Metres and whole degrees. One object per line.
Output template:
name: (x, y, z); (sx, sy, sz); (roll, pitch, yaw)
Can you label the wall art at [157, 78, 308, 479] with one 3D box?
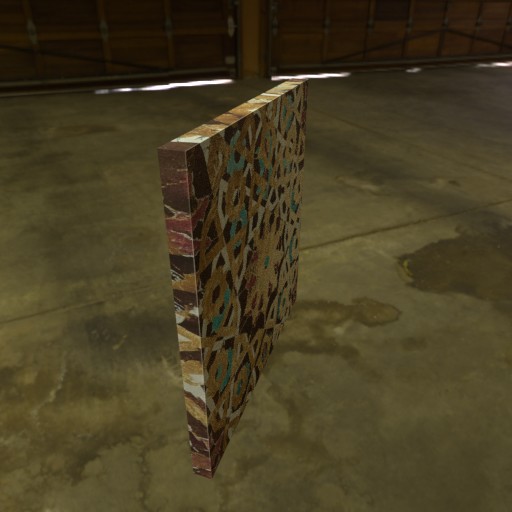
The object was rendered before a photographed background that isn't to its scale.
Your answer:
wall art: (0.000, 0.000, 0.921); (0.041, 0.613, 0.609); (10, 31, 17)
